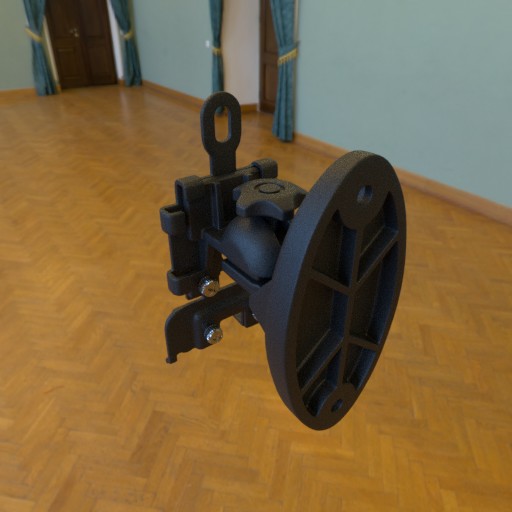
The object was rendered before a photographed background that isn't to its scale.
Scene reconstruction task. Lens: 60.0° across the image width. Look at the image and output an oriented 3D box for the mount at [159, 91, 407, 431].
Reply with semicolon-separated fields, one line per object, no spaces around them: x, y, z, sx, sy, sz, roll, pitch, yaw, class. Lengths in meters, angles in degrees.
0.000;0.000;0.176;0.066;0.118;0.100;-20;36;-30;mount
